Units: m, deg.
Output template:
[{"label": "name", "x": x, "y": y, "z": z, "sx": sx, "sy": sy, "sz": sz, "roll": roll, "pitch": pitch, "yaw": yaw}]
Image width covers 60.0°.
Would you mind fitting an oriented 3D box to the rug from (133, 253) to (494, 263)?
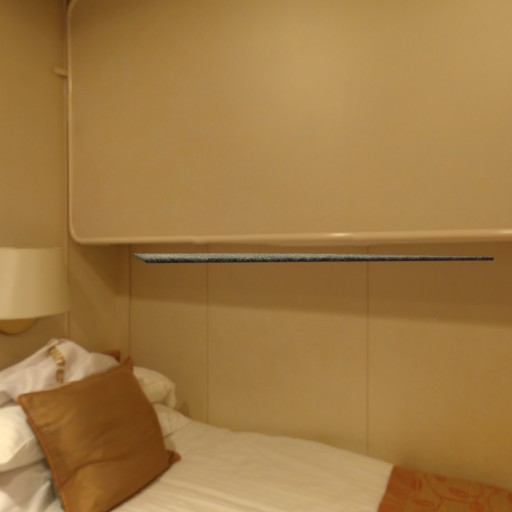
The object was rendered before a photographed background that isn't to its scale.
[{"label": "rug", "x": 0.000, "y": 0.000, "z": 2.837, "sx": 1.478, "sy": 0.017, "sz": 2.330, "roll": 0, "pitch": 1, "yaw": -17}]
